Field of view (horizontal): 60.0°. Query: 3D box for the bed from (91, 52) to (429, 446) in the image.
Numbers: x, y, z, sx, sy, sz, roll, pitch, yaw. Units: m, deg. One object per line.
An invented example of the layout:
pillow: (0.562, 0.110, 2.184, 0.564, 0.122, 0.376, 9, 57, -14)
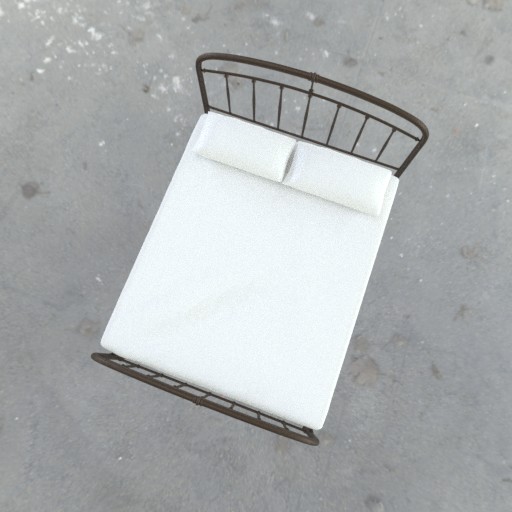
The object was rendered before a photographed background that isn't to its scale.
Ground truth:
bed: (0.000, 0.000, 3.228, 1.711, 1.425, 2.180, 20, 77, 5)
